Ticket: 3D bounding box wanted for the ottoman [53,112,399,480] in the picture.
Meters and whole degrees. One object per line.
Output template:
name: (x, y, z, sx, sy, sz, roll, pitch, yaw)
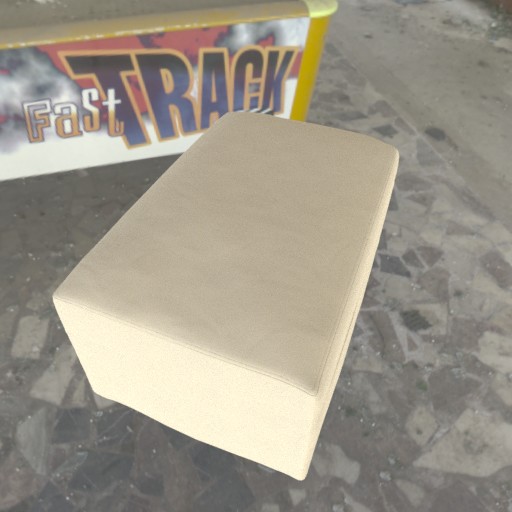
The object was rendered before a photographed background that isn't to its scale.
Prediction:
ottoman: (0.000, 0.000, 1.194, 0.590, 0.444, 0.872, 16, 47, 16)
